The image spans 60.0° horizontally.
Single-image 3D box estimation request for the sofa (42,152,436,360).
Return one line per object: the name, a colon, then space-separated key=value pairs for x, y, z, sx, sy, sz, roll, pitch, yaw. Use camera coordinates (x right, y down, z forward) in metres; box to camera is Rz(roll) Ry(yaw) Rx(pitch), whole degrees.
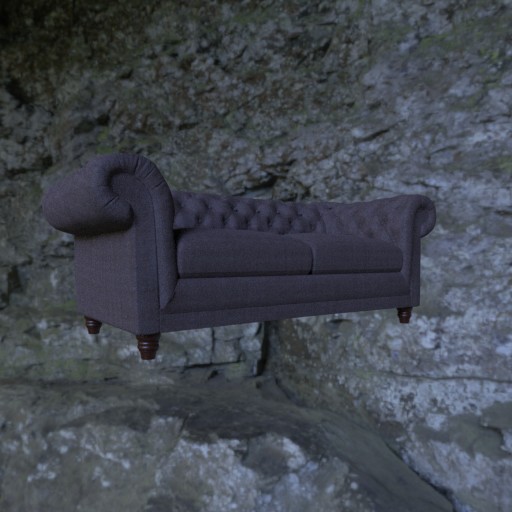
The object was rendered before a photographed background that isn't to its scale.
sofa: x=0.000 y=0.000 z=2.448 sx=2.048 sy=0.780 sz=0.944 roll=0 pitch=0 yaw=-36
